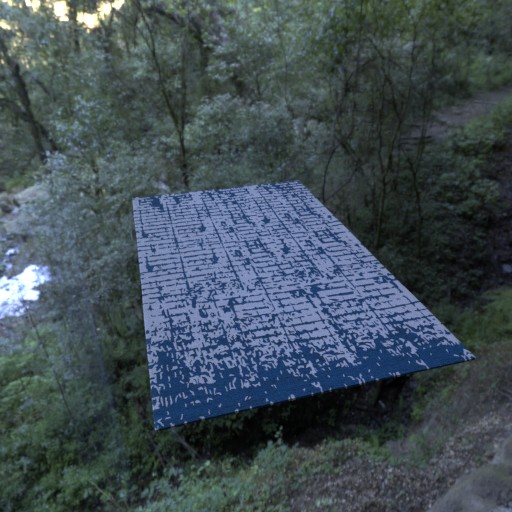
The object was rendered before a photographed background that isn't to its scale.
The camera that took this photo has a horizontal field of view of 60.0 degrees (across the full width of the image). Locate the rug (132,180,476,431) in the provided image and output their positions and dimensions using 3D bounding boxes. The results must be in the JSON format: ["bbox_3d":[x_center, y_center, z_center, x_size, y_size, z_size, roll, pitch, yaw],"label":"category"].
[{"bbox_3d":[0.000,0.000,2.955,1.517,0.011,2.435,-8,32,-13],"label":"rug"}]
